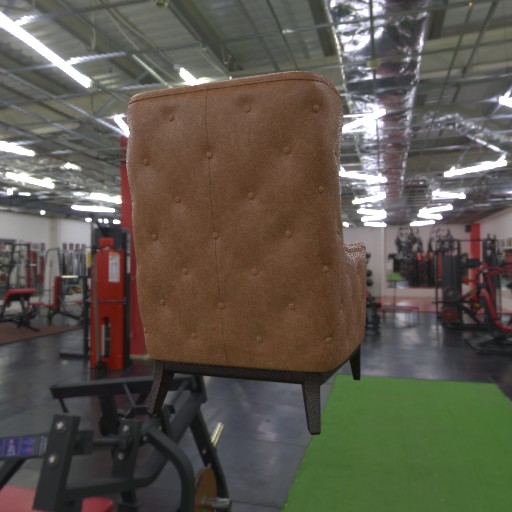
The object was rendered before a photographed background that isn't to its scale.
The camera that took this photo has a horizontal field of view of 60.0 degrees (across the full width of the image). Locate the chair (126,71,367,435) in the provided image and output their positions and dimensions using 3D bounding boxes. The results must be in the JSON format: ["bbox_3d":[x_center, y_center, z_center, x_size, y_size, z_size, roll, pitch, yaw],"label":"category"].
[{"bbox_3d":[0.000,0.000,1.693,0.766,1.079,0.899,0,-1,19],"label":"chair"}]
